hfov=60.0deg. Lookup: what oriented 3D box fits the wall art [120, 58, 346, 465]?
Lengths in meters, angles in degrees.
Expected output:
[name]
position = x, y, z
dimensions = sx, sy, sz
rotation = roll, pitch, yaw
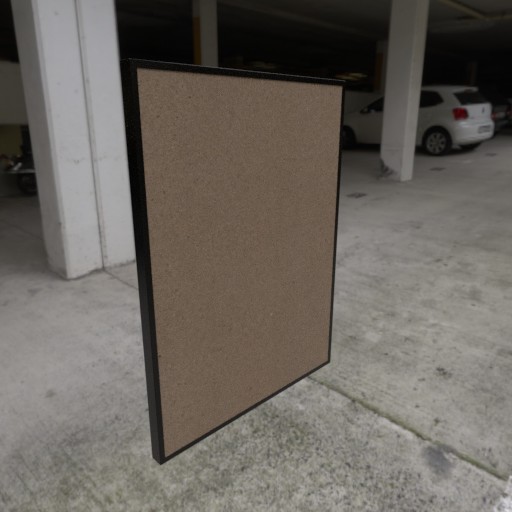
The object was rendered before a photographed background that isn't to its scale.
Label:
[wall art]
position = 0.000, 0.000, 1.363
dimensions = 0.788, 1.046, 0.043
rotation = -16, 23, -42
